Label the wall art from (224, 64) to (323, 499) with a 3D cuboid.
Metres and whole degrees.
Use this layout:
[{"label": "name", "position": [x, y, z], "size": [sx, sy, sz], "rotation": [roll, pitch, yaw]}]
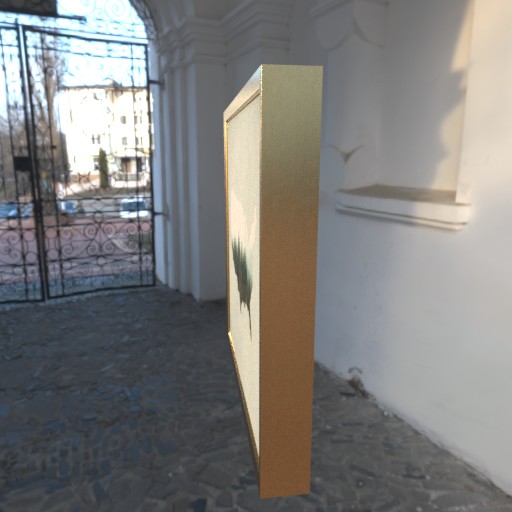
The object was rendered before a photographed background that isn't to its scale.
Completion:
[{"label": "wall art", "position": [0.000, 0.000, 0.448], "size": [0.038, 0.304, 0.304], "rotation": [-2, 13, -8]}]
